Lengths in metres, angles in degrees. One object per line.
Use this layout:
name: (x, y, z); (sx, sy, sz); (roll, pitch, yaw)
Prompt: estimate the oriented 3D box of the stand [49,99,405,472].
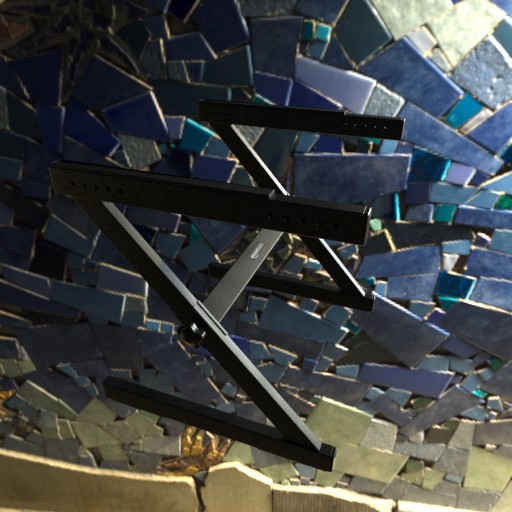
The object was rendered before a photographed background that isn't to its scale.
stand: (0.000, 0.000, 1.130); (0.586, 0.617, 0.700); (11, 32, 18)
